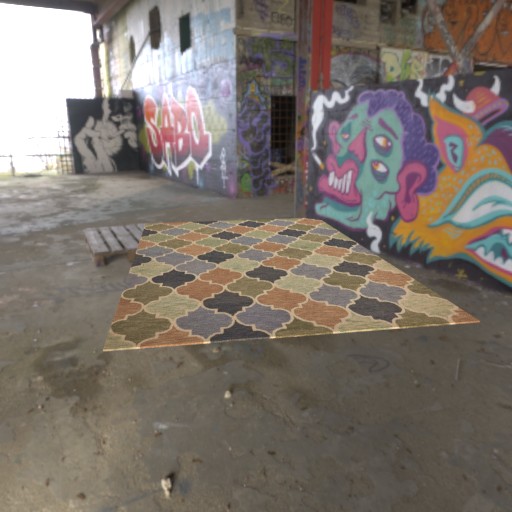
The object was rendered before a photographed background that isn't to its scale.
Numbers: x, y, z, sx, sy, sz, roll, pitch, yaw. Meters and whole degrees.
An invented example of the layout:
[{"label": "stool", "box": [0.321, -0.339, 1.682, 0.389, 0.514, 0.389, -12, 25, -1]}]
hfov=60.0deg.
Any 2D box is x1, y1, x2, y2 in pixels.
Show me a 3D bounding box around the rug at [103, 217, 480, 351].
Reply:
[{"label": "rug", "box": [0.000, 0.000, 2.258, 1.216, 0.006, 1.828, -3, 16, -9]}]
